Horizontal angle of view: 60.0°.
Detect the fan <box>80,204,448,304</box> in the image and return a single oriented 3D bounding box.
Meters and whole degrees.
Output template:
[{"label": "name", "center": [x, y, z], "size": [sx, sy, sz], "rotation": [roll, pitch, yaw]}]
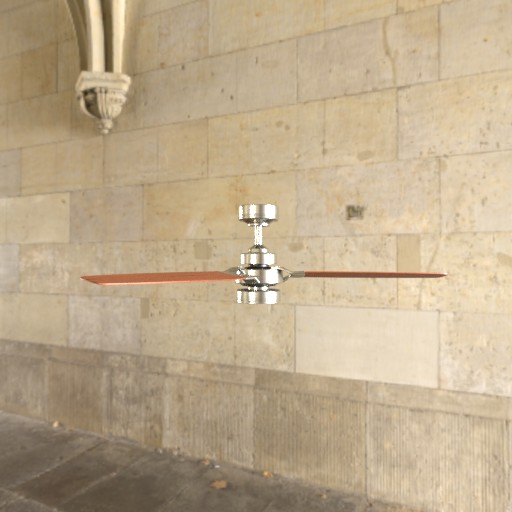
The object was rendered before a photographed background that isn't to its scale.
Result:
[{"label": "fan", "center": [0.000, 0.000, 2.026], "size": [1.416, 0.410, 1.271], "rotation": [0, -1, -17]}]
